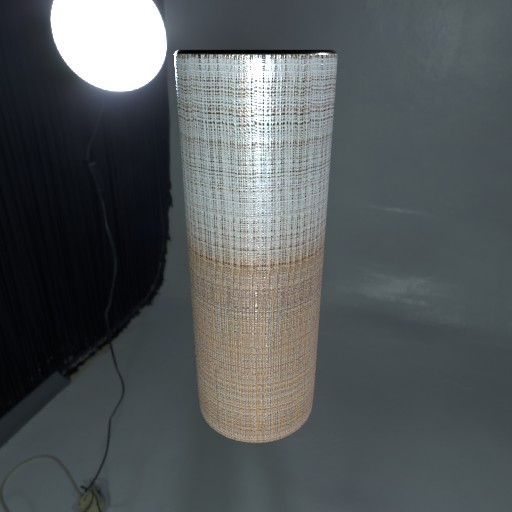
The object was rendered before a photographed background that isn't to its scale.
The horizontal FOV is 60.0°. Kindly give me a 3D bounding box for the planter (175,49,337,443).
[{"bbox_3d":[0.000,0.000,0.329,0.099,0.278,0.099,7,26,16],"label":"planter"}]
